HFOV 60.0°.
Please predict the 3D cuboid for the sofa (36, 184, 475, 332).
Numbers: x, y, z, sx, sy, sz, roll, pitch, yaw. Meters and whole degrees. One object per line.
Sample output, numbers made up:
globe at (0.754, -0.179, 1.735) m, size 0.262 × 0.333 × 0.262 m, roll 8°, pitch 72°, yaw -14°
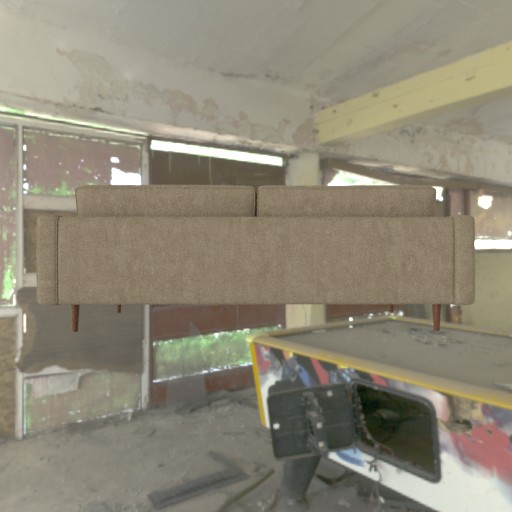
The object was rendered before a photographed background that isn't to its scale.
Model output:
sofa at (0.000, 0.000, 2.643) m, size 2.200 × 0.770 × 0.919 m, roll 0°, pitch 0°, yaw -1°
